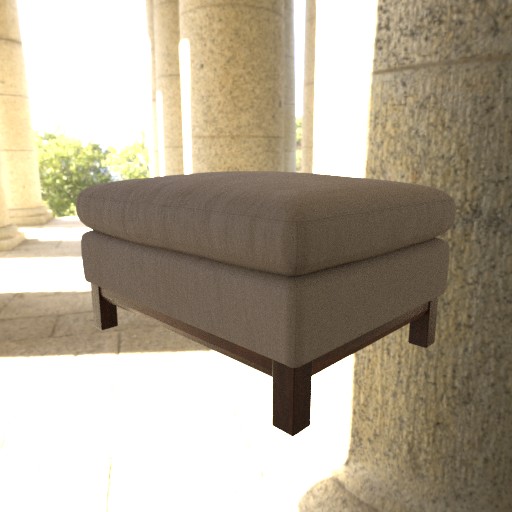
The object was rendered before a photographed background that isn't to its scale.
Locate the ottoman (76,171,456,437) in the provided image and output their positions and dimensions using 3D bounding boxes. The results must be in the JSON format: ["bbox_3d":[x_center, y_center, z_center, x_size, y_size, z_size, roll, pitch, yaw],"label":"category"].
[{"bbox_3d":[0.000,0.000,1.118,0.771,0.420,0.606,12,17,44],"label":"ottoman"}]
